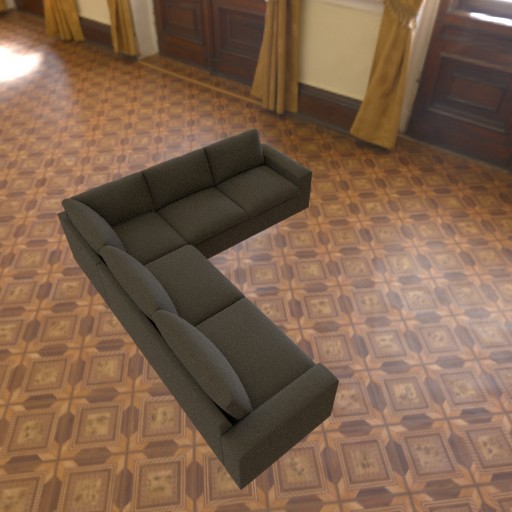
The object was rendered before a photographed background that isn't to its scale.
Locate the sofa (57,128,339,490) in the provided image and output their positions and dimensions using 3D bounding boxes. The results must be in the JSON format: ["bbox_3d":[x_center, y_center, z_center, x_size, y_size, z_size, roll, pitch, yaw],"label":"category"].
[{"bbox_3d":[0.000,0.000,4.693,2.895,0.965,3.277,-29,50,-27],"label":"sofa"}]
